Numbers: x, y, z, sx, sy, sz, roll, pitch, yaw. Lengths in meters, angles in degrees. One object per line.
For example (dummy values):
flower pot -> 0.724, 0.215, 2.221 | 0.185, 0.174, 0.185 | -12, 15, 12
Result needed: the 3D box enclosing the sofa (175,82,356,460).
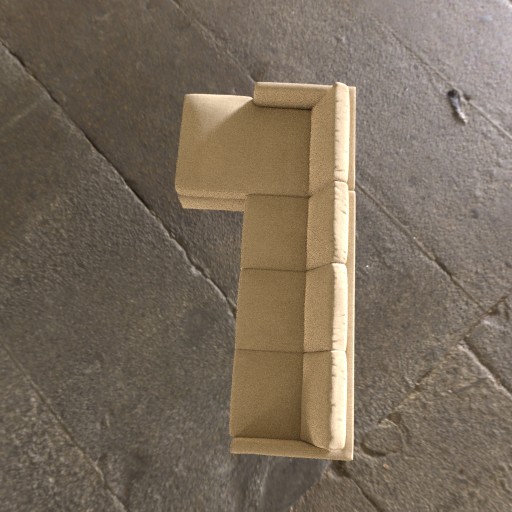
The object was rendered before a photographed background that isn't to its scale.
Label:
sofa -> 0.000, 0.000, 3.951 | 1.650, 0.922, 3.205 | 3, 77, 1
